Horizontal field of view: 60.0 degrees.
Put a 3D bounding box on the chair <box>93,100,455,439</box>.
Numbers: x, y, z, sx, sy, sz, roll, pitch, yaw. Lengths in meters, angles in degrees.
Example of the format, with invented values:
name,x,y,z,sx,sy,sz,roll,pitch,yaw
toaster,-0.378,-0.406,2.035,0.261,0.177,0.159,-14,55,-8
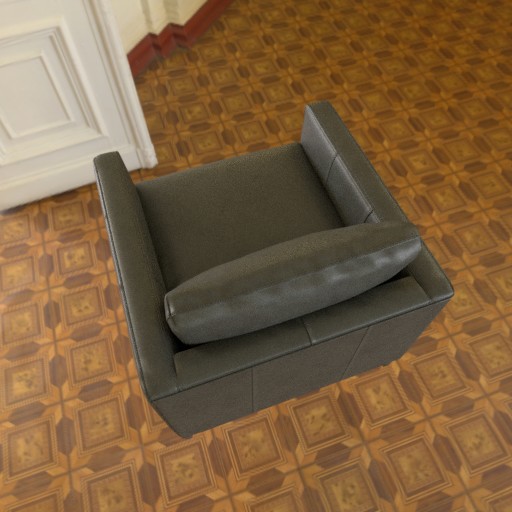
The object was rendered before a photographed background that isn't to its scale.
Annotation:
name,x,y,z,sx,sy,sz,roll,pitch,yaw
chair,0.000,0.000,1.482,0.967,0.824,0.861,-17,59,-10
